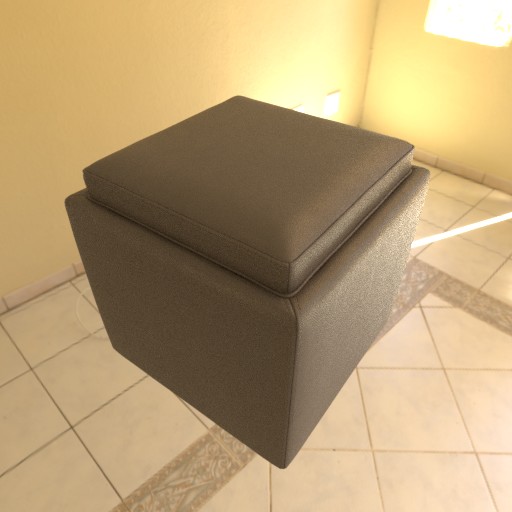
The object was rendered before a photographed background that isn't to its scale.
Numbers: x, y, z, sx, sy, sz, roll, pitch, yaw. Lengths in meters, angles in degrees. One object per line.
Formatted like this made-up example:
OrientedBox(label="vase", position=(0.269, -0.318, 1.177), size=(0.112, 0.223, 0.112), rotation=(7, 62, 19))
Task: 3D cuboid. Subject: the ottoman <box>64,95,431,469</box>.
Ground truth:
OrientedBox(label="ottoman", position=(0.000, 0.000, 0.828), size=(0.450, 0.460, 0.451), rotation=(25, 46, 27))
